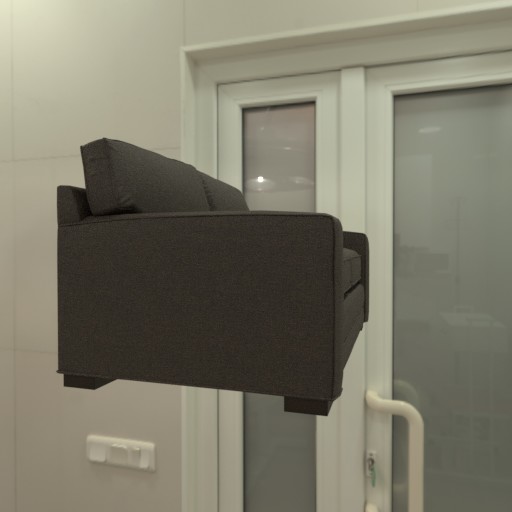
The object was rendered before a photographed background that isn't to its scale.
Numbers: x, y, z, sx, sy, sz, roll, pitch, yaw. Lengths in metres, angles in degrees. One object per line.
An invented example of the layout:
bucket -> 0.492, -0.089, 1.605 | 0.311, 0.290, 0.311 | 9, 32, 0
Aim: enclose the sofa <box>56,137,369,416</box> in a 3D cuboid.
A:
sofa -> 0.000, 0.000, 2.108 | 0.974, 0.887, 1.534 | 0, 1, 17
